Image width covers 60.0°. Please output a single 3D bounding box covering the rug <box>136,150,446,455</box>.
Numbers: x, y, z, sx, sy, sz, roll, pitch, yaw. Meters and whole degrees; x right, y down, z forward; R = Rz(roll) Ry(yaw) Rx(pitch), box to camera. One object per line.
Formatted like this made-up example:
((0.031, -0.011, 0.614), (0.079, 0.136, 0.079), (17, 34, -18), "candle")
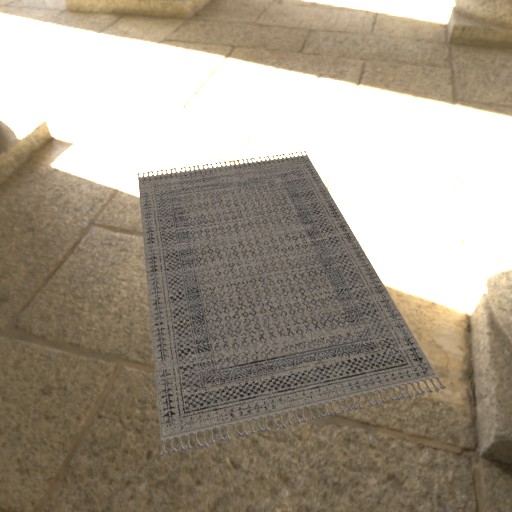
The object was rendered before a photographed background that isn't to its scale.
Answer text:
((0.000, 0.000, 3.121), (1.548, 0.013, 2.486), (-10, 46, -9), "rug")
